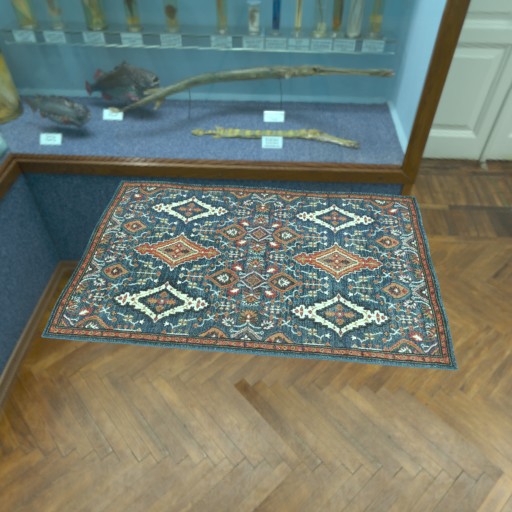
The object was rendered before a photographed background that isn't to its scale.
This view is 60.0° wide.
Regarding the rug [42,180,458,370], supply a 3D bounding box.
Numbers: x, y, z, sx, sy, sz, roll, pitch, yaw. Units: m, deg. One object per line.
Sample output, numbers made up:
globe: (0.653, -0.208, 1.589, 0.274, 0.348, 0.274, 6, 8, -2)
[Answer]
rug: (0.000, 0.000, 2.346, 1.847, 0.014, 1.195, 4, 46, 4)
